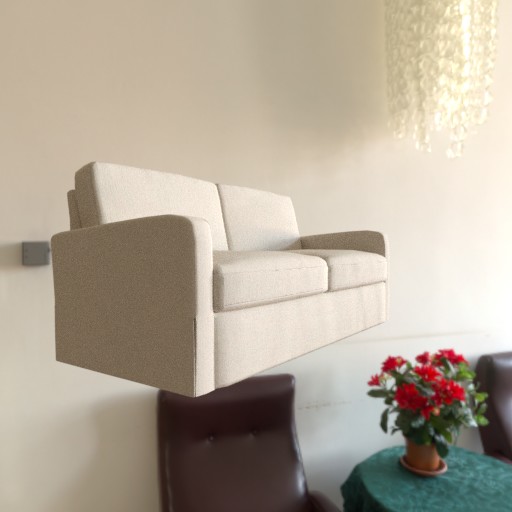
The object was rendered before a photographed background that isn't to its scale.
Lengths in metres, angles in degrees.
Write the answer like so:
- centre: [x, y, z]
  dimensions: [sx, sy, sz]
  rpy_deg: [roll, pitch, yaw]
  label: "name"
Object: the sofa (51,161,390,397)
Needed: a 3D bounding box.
- centre: [0.000, 0.000, 2.320]
  dimensions: [0.894, 0.831, 1.808]
  rpy_deg: [1, 1, 35]
  label: "sofa"
